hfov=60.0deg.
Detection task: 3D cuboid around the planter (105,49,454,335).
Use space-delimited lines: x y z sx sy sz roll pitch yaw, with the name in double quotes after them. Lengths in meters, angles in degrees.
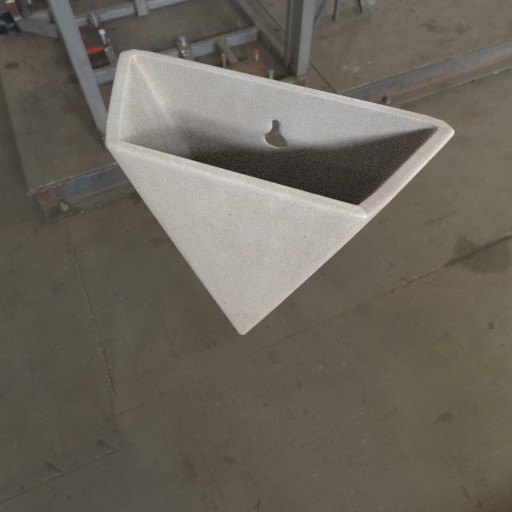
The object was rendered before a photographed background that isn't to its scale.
0.000 0.000 0.260 0.150 0.197 0.060 17 60 10 "planter"
